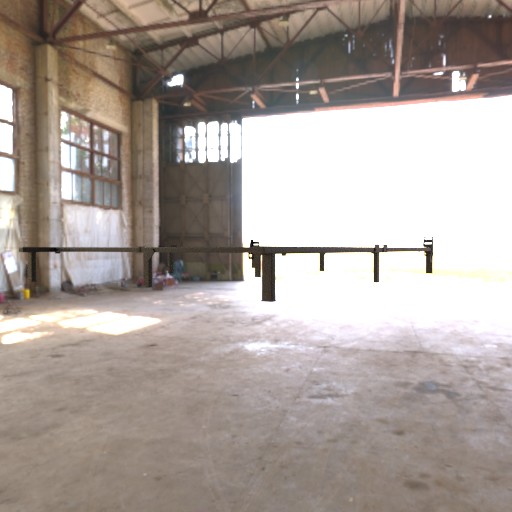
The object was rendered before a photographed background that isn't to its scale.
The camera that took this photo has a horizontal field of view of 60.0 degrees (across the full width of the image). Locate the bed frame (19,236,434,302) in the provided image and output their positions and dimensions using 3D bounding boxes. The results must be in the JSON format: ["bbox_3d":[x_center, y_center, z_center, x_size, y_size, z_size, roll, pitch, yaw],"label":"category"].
[{"bbox_3d":[0.000,0.000,2.585,1.498,0.248,1.990,1,1,36],"label":"bed frame"}]
